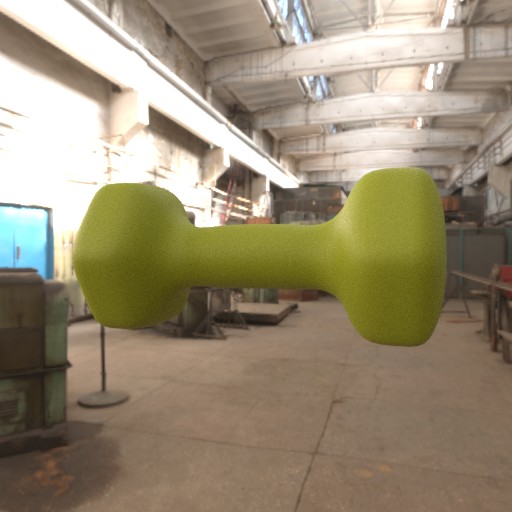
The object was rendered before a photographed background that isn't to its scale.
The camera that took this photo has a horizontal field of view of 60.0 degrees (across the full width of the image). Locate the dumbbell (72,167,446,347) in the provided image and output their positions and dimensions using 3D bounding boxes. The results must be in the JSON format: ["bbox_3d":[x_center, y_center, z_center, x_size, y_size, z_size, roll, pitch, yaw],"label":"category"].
[{"bbox_3d":[0.000,0.000,0.209,0.164,0.072,0.080,0,1,19],"label":"dumbbell"}]
